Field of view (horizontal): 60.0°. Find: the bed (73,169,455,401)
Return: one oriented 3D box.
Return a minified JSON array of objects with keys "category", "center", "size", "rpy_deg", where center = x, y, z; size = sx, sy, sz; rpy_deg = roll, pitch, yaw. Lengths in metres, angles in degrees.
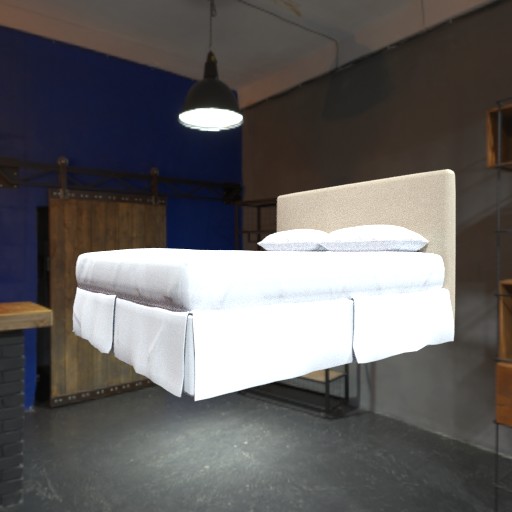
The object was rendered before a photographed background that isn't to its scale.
[{"category":"bed","center":[0.000,0.000,3.469],"size":[2.319,1.317,2.119],"rpy_deg":[0,1,-36]}]
